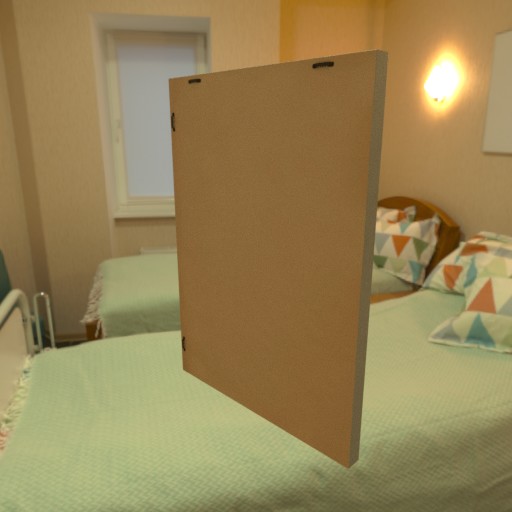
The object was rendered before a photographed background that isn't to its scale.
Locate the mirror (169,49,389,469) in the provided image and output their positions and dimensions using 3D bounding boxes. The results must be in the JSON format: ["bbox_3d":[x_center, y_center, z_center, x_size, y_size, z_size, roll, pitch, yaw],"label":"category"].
[{"bbox_3d":[0.000,0.000,0.901,0.507,0.710,0.039,15,21,42],"label":"mirror"}]
